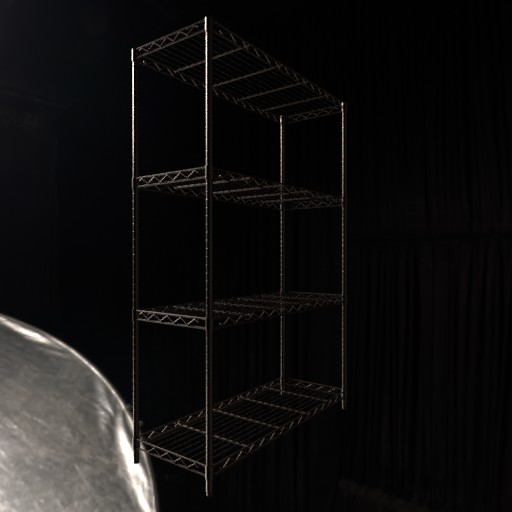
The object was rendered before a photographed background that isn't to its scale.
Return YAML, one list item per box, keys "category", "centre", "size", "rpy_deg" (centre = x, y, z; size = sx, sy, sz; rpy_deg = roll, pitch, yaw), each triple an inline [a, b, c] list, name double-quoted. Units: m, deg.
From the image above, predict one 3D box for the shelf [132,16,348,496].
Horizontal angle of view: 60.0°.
- category: "shelf"
  centre: [0.000, 0.000, 1.716]
  size: [0.352, 1.361, 0.907]
  rpy_deg: [0, 0, 37]
